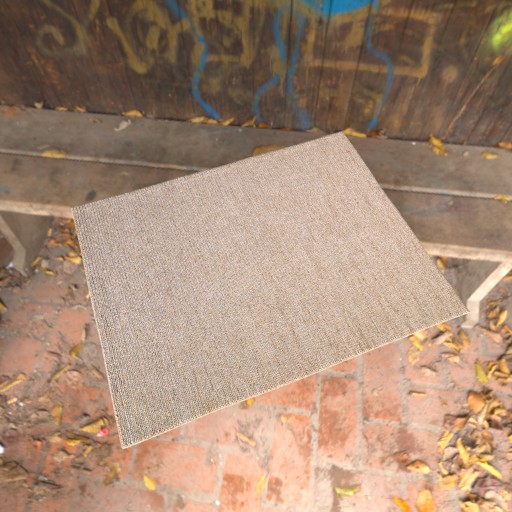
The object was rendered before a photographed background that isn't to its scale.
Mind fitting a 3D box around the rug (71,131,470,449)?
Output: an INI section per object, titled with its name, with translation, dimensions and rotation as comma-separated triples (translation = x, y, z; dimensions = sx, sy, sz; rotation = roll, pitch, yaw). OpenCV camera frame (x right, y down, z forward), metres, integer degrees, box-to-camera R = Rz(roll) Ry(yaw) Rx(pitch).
[rug]
translation = 0.000, 0.000, 4.130
dimensions = 3.034, 0.012, 2.406
rotation = -18, 60, -11
